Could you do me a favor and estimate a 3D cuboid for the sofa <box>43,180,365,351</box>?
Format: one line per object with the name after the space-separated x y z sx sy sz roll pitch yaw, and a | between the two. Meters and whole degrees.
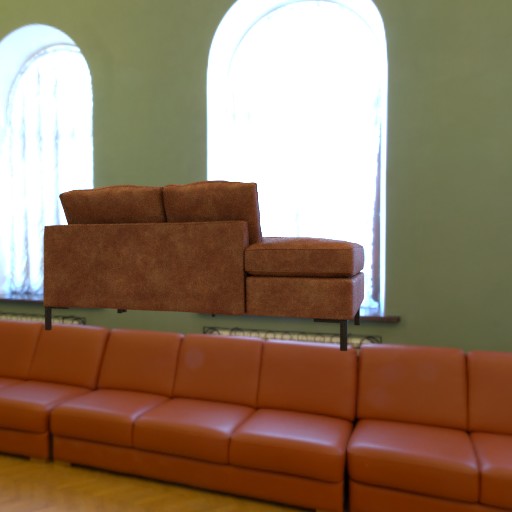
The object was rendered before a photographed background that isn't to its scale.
0.000 0.000 3.879 1.939 0.900 2.956 0 1 17 | sofa
